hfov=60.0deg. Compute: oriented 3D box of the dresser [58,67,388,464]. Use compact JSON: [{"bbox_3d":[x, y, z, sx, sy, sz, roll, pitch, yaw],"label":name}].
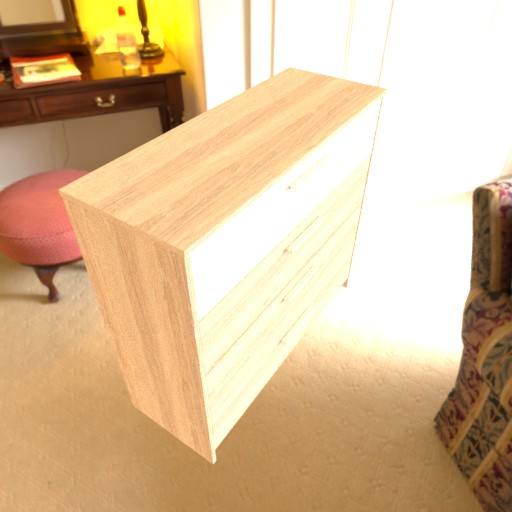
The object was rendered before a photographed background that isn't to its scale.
[{"bbox_3d":[0.000,0.000,1.492,0.380,0.900,0.980,24,47,25],"label":"dresser"}]
